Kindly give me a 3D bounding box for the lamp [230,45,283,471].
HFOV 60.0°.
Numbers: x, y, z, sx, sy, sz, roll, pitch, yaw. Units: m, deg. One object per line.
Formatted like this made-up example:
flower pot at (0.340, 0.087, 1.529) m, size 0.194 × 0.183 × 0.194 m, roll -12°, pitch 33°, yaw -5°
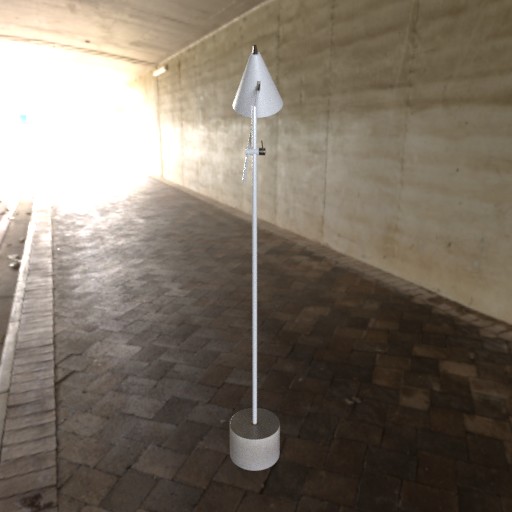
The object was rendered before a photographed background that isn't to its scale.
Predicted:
lamp at (0.000, 0.000, 1.614) m, size 0.223 × 1.430 × 0.508 m, roll 2°, pitch 16°, yaw 8°
